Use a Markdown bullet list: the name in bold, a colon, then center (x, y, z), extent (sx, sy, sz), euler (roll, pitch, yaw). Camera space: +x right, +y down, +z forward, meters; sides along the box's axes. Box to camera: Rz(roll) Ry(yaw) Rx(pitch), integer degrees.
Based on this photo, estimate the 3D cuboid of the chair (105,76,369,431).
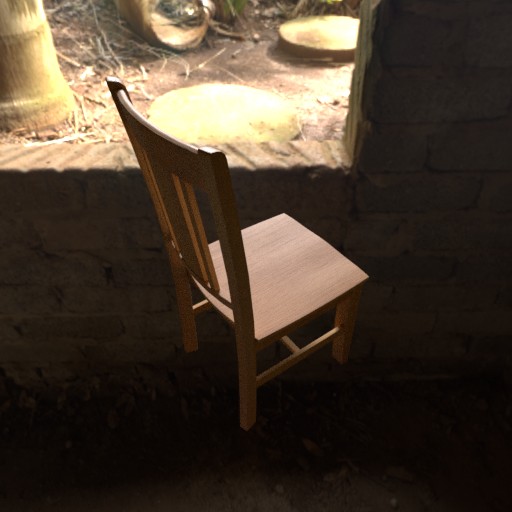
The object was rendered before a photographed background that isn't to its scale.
- **chair**: center (0.000, 0.000, 1.290), extent (0.556, 0.998, 0.450), euler (-25, 46, -26)
